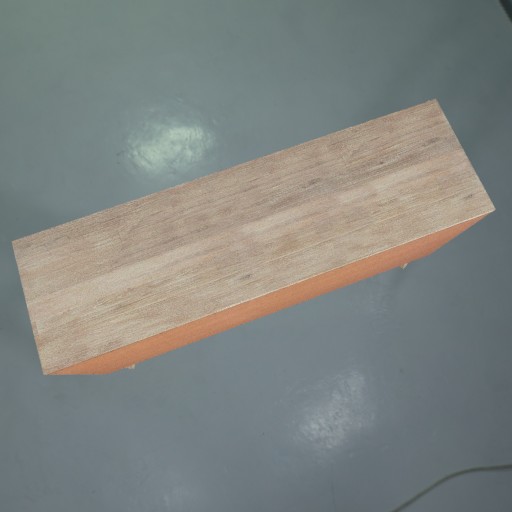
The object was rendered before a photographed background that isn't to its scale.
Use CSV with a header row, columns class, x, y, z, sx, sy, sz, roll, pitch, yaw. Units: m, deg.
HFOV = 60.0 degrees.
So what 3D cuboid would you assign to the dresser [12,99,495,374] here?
class,x,y,z,sx,sy,sz,roll,pitch,yaw
dresser,0.000,0.000,1.867,1.554,0.805,0.455,-20,76,-5
